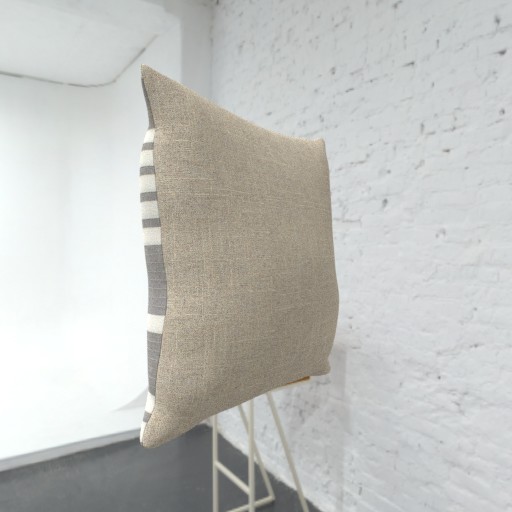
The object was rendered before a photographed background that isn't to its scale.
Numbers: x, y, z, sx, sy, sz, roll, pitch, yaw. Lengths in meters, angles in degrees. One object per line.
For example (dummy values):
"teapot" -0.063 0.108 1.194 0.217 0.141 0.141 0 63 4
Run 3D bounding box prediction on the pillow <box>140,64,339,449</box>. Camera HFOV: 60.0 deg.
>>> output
"pillow" 0.000 0.000 0.665 0.182 0.440 0.439 0 0 36
